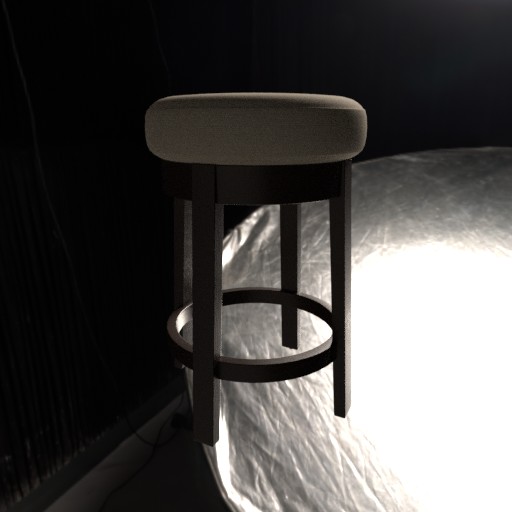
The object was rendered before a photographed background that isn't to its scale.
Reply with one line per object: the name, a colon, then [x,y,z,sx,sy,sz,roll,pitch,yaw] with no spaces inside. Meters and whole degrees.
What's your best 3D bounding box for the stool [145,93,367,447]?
stool: [0.000,0.000,0.960,0.449,0.655,0.449,0,17,0]
